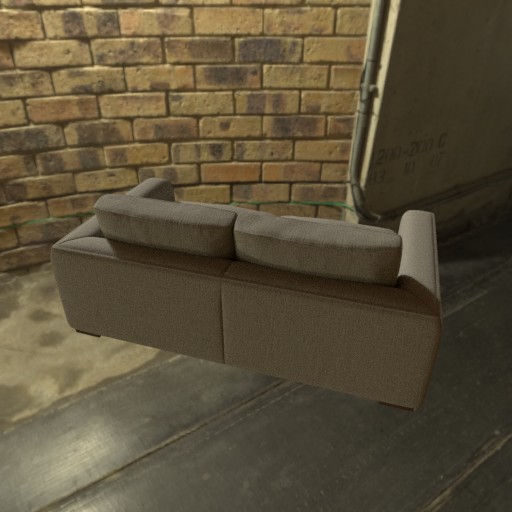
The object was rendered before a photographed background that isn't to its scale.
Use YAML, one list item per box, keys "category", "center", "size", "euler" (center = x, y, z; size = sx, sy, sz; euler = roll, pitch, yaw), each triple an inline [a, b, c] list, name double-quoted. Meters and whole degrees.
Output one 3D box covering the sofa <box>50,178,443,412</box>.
- category: "sofa"
  center: [0.000, 0.000, 2.504]
  size: [1.920, 0.800, 1.069]
  euler: [9, 32, 15]
